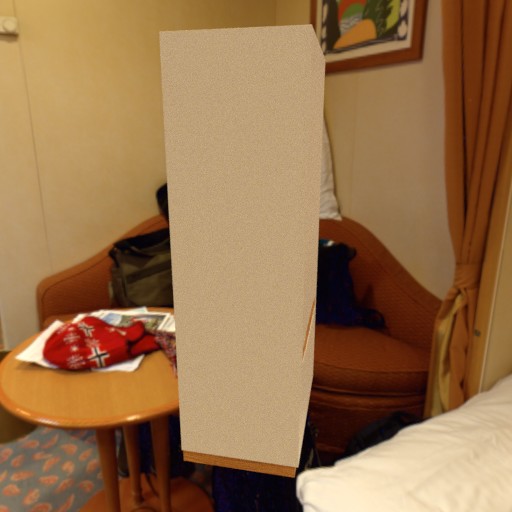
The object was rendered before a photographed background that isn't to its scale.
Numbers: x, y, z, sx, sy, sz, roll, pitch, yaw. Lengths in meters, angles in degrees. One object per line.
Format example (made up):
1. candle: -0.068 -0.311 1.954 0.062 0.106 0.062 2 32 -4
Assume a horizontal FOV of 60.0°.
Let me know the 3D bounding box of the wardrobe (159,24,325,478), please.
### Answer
1. wardrobe: 0.000 0.000 2.370 0.600 2.040 0.860 3 16 11
